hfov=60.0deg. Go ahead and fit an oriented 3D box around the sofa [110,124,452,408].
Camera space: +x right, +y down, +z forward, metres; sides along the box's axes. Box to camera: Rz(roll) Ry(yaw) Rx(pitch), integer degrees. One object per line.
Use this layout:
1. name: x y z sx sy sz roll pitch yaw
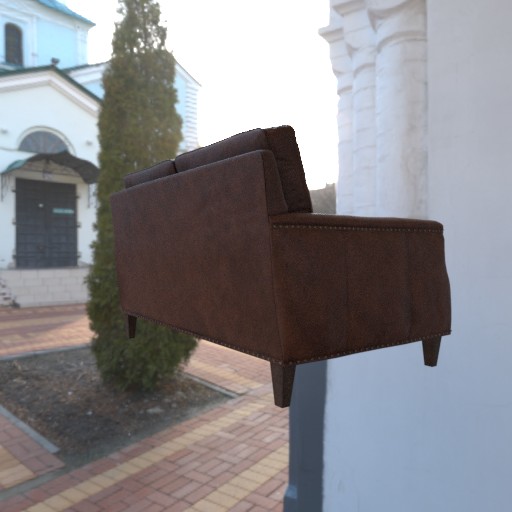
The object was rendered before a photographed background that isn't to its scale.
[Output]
1. sofa: 0.000 0.000 2.334 1.083 1.003 1.628 -1 1 -36
